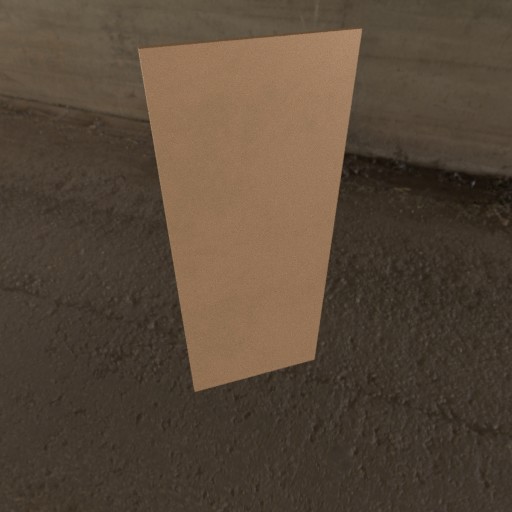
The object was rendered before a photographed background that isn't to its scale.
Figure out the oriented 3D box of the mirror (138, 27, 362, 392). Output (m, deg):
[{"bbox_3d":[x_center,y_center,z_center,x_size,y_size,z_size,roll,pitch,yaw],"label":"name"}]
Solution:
[{"bbox_3d":[0.000,0.000,2.218,0.812,2.031,0.026,-12,42,-13],"label":"mirror"}]
